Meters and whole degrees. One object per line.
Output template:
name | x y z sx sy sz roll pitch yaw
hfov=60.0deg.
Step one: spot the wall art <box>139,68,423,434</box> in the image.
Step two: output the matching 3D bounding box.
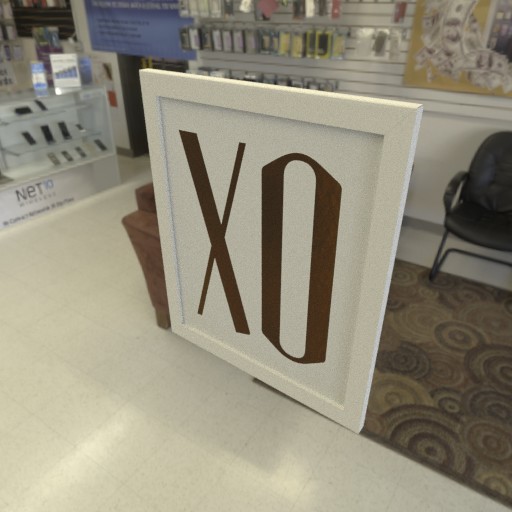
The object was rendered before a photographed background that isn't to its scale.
wall art | 0.000 0.000 0.731 0.444 0.536 0.020 21 37 31
